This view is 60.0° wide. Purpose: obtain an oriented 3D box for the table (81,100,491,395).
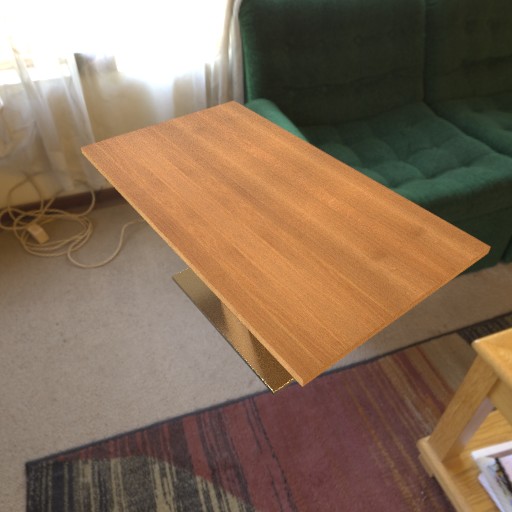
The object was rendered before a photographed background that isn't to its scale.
[{"bbox_3d":[0.000,0.000,2.111,0.900,0.750,1.600,-27,49,-27],"label":"table"}]
